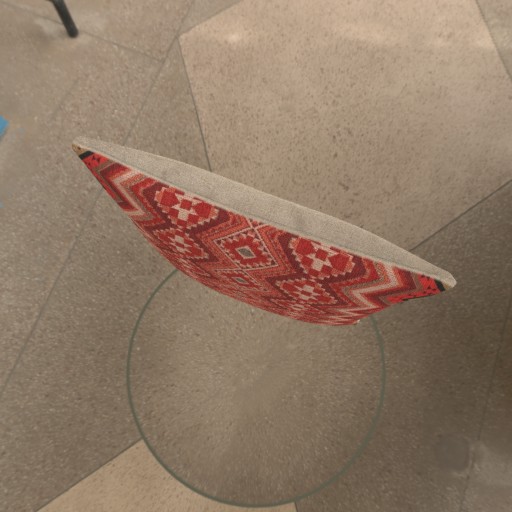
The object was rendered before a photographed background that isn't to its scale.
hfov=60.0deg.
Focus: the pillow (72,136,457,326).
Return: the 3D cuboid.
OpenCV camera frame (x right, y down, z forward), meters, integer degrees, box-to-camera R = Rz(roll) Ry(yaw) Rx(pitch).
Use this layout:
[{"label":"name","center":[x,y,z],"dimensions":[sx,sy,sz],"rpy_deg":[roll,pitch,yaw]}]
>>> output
[{"label":"pillow","center":[0.000,0.000,0.796],"dimensions":[0.513,0.511,0.158],"rpy_deg":[21,77,5]}]
